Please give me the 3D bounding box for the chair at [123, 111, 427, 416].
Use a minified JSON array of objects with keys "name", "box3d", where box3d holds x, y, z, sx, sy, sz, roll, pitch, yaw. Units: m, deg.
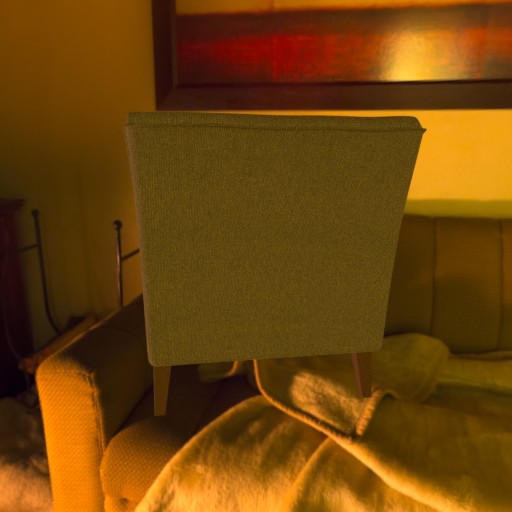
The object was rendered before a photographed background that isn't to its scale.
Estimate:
[{"name":"chair","box3d":[0.000,0.000,1.614,0.780,0.919,0.899,-2,13,-9]}]
